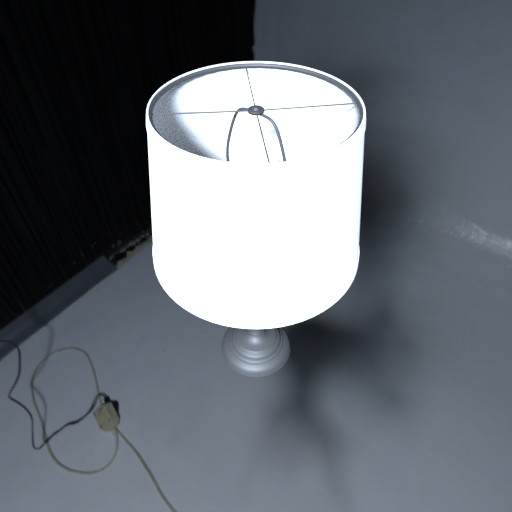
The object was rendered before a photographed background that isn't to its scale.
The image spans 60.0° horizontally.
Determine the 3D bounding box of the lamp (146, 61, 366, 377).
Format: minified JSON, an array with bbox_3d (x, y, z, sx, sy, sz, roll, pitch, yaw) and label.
[{"bbox_3d":[0.000,0.000,0.693,0.310,0.501,0.310,0,45,0],"label":"lamp"}]
